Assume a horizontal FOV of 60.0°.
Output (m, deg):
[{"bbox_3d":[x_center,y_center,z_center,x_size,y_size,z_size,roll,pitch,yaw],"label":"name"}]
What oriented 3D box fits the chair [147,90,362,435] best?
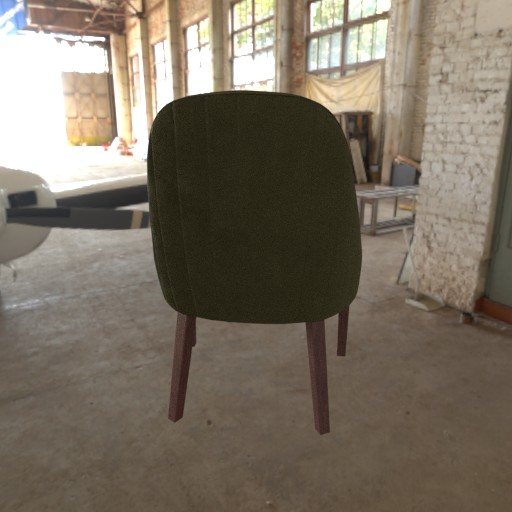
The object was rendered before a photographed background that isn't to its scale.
[{"bbox_3d":[0.000,0.000,1.321,0.643,0.889,0.575,2,16,7],"label":"chair"}]
